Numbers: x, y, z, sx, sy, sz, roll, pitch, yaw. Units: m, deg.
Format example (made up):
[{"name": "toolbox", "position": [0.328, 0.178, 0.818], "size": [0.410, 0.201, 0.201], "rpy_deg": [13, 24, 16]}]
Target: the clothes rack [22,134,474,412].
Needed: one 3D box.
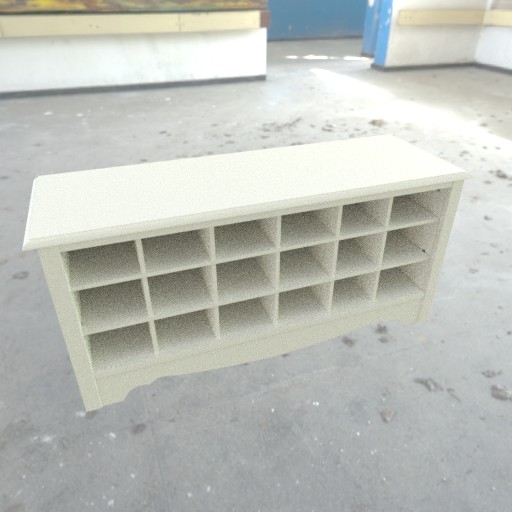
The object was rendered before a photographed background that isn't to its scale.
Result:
[{"name": "clothes rack", "position": [0.000, 0.000, 1.431], "size": [1.218, 0.558, 0.405], "rpy_deg": [-11, 34, -17]}]
